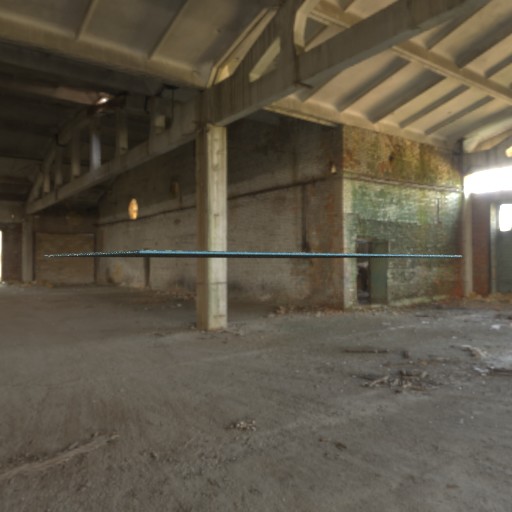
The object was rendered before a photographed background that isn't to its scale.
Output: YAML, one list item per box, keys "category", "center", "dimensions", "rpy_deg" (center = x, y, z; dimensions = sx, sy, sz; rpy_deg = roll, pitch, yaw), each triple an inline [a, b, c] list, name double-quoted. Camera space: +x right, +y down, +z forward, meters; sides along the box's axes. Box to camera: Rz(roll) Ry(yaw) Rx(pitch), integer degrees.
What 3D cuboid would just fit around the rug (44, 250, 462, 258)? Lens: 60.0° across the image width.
- category: "rug"
  center: [0.000, 0.000, 2.851]
  dimensions: [2.205, 0.012, 1.554]
  rpy_deg: [1, -1, -37]
